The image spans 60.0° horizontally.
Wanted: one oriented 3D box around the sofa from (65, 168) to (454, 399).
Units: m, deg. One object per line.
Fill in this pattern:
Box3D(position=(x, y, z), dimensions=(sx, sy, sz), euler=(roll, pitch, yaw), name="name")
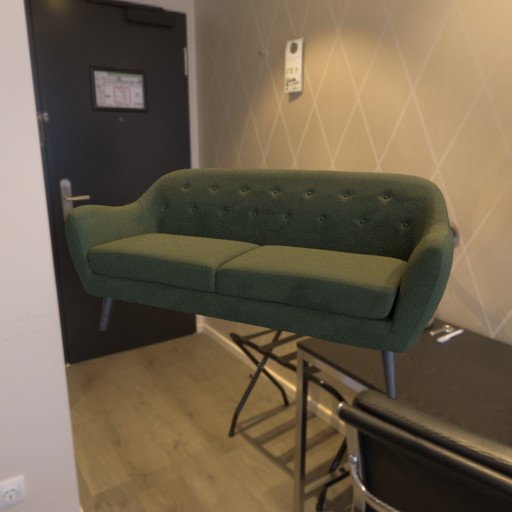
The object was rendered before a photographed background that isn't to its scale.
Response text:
Box3D(position=(0.000, 0.000, 2.261), dimensions=(1.840, 0.836, 0.820), euler=(7, 15, 25), name="sofa")
